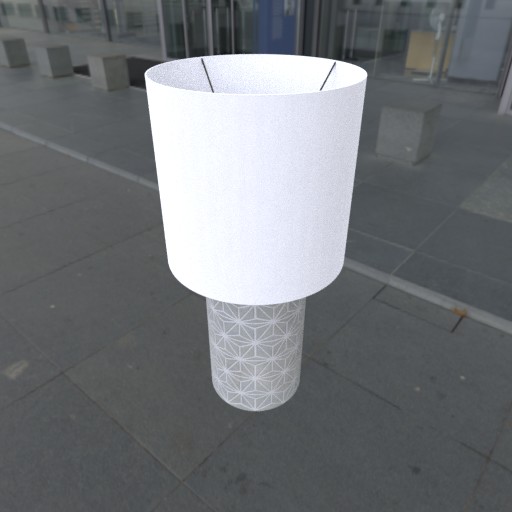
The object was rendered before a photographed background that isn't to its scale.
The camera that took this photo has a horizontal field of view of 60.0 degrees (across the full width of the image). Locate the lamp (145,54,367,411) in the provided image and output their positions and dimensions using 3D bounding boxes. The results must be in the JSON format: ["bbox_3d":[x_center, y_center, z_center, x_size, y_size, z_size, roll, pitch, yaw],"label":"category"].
[{"bbox_3d":[0.000,0.000,0.531,0.206,0.416,0.206,-20,38,-29],"label":"lamp"}]
